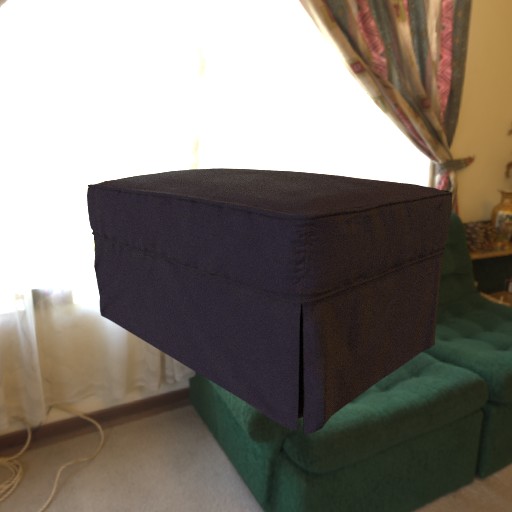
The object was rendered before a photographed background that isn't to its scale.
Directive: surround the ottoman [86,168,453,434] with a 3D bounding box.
[{"bbox_3d":[0.000,0.000,1.319,0.637,0.503,0.938,-13,19,-42],"label":"ottoman"}]
